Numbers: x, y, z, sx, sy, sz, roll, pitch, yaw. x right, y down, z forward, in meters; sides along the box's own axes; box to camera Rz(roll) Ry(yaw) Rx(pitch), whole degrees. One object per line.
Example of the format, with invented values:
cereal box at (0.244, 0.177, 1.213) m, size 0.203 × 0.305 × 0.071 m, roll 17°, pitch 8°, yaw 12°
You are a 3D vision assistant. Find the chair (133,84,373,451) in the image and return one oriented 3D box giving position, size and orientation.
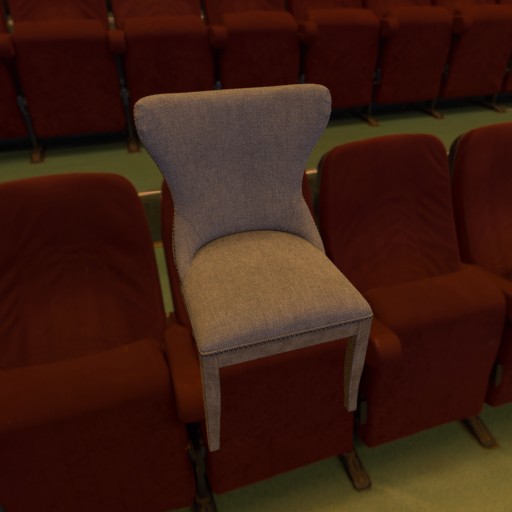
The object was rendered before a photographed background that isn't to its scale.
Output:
chair at (0.000, 0.000, 1.513) m, size 0.654 × 1.002 × 0.681 m, roll -10°, pitch 34°, yaw -15°
